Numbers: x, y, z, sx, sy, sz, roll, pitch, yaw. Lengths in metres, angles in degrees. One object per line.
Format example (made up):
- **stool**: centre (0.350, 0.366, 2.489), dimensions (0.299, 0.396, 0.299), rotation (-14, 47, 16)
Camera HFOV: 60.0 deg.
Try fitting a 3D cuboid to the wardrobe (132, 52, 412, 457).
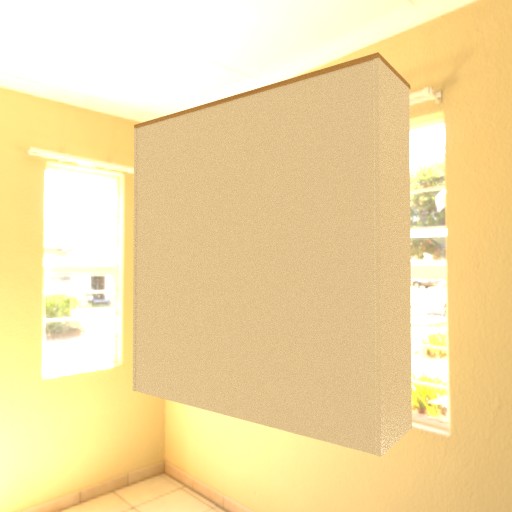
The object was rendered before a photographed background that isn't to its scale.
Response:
- **wardrobe**: centre (0.000, 0.000, 3.356), dimensions (2.160, 2.260, 0.590), rotation (-1, -2, 37)
